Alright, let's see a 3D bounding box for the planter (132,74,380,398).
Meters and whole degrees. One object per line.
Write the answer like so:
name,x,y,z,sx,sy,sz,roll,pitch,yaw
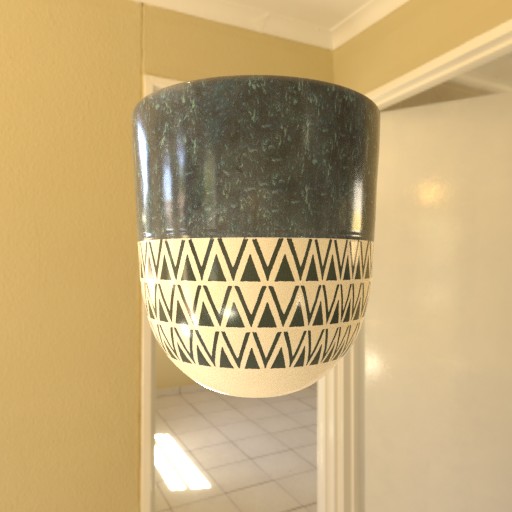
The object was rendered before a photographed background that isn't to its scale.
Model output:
planter,0.000,0.000,0.359,0.195,0.214,0.195,0,-1,0
